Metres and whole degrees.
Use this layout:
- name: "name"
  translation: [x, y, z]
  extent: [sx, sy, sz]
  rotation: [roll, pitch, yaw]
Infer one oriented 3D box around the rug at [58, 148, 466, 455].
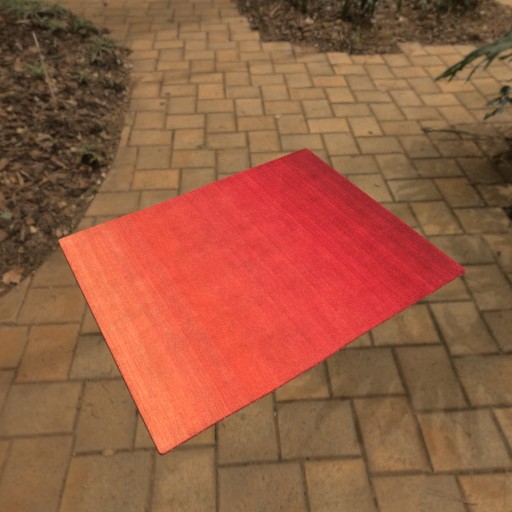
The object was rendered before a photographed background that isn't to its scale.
- name: "rug"
  translation: [0.000, 0.000, 3.995]
  extent: [2.905, 0.028, 2.340]
  rotation: [-25, 51, -22]
